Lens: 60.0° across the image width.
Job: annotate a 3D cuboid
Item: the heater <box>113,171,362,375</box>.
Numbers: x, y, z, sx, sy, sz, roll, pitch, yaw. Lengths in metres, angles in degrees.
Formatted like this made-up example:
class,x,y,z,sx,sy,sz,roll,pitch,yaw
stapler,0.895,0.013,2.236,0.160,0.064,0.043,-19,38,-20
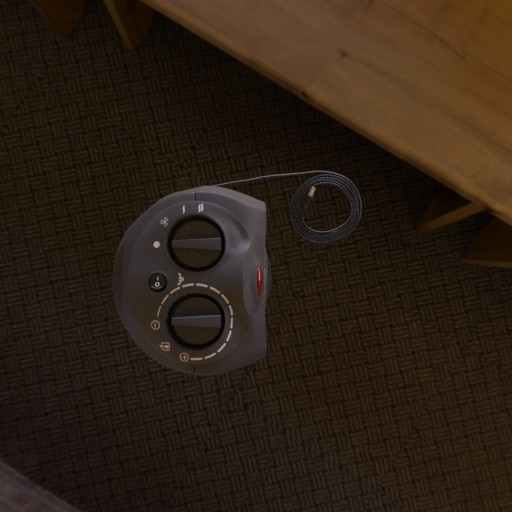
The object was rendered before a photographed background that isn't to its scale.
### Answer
class,x,y,z,sx,sy,sz,roll,pitch,yaw
heater,0.000,0.000,0.477,0.291,0.255,0.239,0,88,-1
